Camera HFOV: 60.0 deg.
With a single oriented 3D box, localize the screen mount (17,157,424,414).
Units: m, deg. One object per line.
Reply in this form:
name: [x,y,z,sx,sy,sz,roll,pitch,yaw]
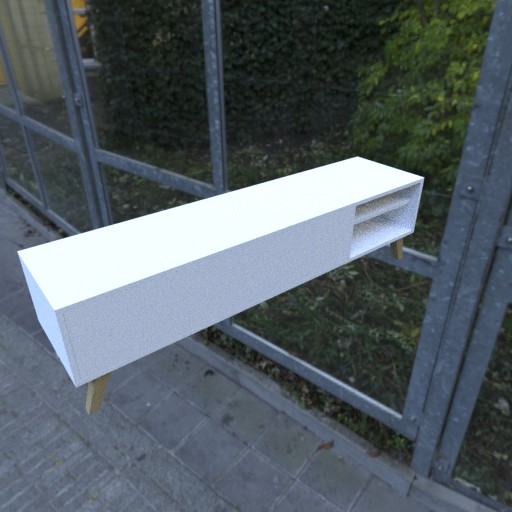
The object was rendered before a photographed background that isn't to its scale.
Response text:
screen mount: [0.000,0.000,1.841,1.644,0.432,0.399,-21,36,-32]
